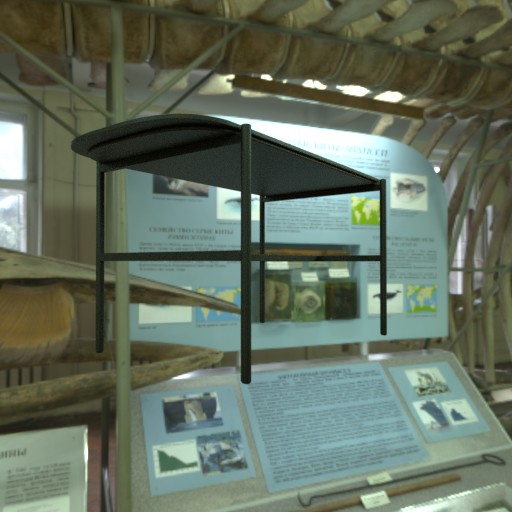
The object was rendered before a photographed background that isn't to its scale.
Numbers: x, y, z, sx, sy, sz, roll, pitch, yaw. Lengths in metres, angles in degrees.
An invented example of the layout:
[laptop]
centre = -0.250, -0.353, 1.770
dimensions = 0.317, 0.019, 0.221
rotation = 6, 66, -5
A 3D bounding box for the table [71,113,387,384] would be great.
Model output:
[table]
centre = 0.000, 0.000, 1.020
dimensions = 0.400, 0.400, 0.800
rotation = -1, -1, 37
